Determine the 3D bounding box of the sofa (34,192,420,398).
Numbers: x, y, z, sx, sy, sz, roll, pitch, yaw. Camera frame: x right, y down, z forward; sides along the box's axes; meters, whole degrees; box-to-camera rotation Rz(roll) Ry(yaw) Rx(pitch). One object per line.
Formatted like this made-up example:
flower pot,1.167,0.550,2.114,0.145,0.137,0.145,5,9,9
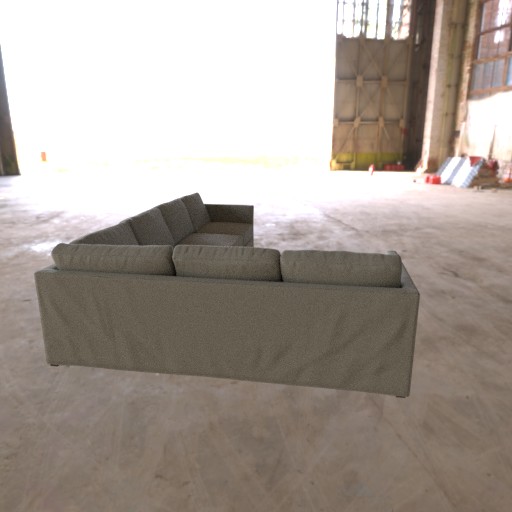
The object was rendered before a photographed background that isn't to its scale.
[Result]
sofa,0.000,0.000,4.253,2.432,0.871,3.182,2,15,9
